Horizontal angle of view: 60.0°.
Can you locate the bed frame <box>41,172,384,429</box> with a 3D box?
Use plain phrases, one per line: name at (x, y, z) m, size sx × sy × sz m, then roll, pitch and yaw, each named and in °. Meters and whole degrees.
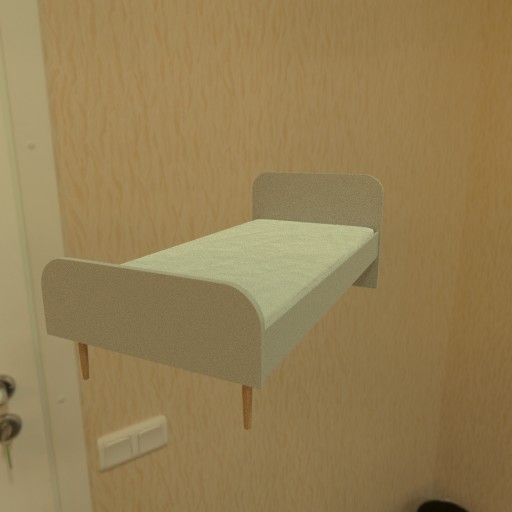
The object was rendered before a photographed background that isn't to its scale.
bed frame at (0.000, 0.000, 2.465) m, size 0.998 × 0.805 × 1.963 m, roll 7°, pitch 16°, yaw 25°
